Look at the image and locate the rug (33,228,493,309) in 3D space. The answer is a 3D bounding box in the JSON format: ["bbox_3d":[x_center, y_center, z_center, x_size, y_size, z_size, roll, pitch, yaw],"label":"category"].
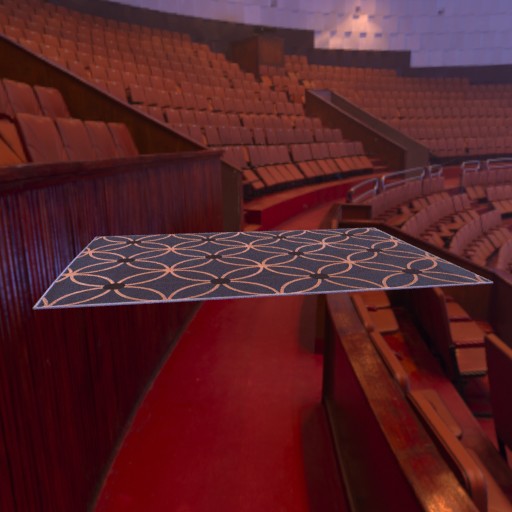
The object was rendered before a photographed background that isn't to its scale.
[{"bbox_3d":[0.000,0.000,2.868,2.284,0.008,1.522,-2,15,-9],"label":"rug"}]
